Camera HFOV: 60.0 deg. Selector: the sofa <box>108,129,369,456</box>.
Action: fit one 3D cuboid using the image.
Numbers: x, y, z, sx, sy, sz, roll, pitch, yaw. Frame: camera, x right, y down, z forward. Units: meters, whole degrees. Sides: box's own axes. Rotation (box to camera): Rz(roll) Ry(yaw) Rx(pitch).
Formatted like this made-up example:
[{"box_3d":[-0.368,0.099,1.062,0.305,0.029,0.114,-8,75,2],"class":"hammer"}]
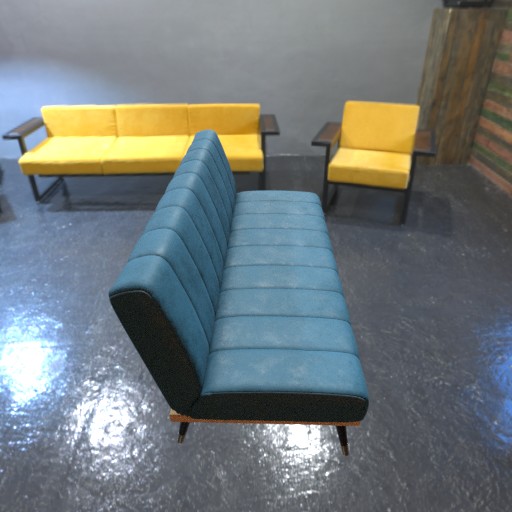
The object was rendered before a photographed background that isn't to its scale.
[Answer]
[{"box_3d":[0.000,0.000,2.252,0.830,0.825,1.810,1,30,1],"class":"sofa"}]
